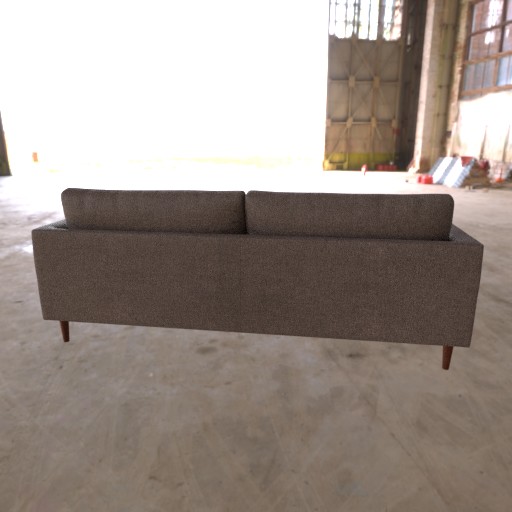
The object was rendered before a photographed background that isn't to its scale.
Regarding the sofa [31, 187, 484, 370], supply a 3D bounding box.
[{"bbox_3d":[0.000,0.000,2.680,2.250,0.868,1.020,2,15,8],"label":"sofa"}]
